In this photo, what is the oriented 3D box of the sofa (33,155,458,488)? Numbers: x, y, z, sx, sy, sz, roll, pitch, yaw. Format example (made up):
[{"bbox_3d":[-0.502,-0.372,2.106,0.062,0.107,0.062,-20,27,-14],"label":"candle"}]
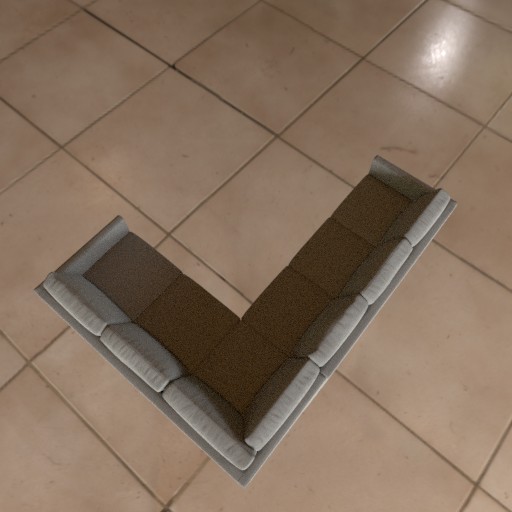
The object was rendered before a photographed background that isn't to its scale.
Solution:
[{"bbox_3d":[0.000,0.000,4.270,2.432,0.871,3.182,37,69,16],"label":"sofa"}]
